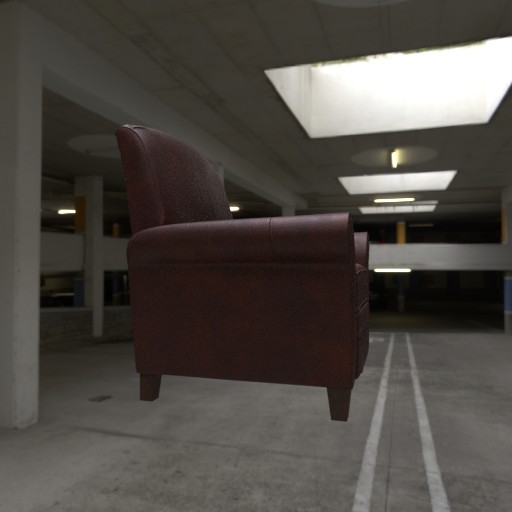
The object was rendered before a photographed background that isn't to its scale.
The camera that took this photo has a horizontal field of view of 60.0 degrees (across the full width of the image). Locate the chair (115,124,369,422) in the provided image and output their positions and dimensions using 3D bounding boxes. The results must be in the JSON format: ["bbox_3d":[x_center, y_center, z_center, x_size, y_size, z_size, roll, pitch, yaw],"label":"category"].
[{"bbox_3d":[0.000,0.000,1.861,0.902,1.061,0.978,0,-1,18],"label":"chair"}]
